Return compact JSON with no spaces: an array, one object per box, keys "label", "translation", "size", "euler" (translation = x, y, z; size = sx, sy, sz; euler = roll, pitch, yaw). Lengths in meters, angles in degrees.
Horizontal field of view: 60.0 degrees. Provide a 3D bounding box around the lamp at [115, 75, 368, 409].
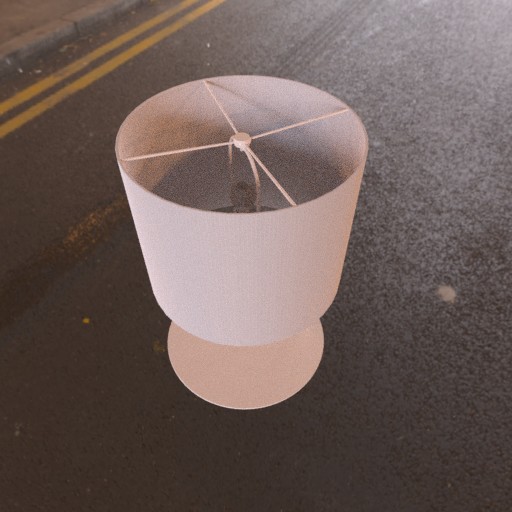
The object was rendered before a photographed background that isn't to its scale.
[{"label":"lamp","translation":[0.000,0.000,0.703],"size":[0.341,0.454,0.299],"euler":[-17,49,-15]}]
